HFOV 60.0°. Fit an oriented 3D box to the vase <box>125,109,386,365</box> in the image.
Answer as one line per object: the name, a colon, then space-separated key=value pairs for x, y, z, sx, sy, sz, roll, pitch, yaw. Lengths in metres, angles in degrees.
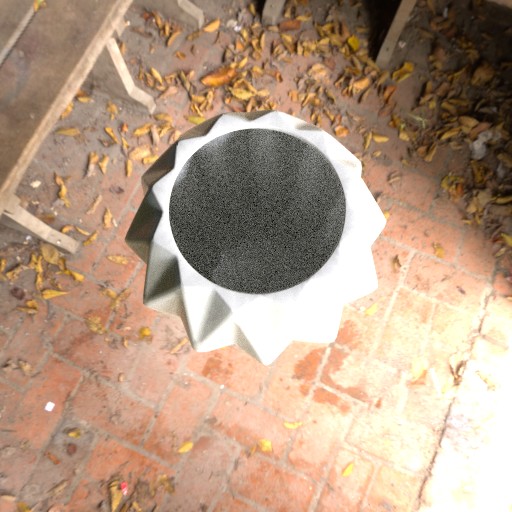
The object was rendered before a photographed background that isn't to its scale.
vase: x=0.000 y=0.000 z=0.409 sx=0.195 sy=0.275 sz=0.195 roll=0 pitch=77 yaw=0
